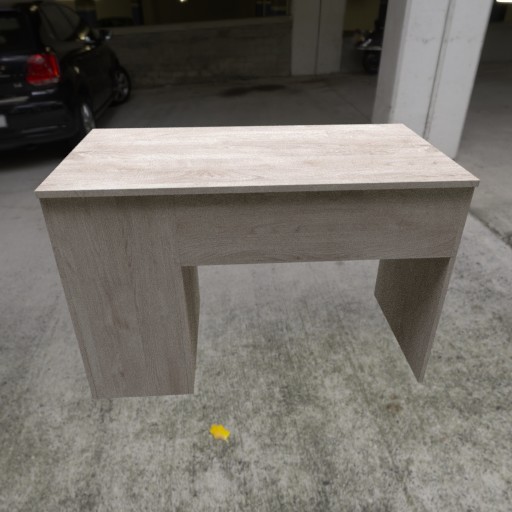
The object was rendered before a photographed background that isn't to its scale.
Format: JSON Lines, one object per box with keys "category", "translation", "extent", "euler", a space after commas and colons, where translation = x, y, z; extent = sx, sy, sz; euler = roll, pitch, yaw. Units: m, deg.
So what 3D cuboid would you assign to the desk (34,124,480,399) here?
{"category": "desk", "translation": [0.000, 0.000, 1.515], "extent": [1.097, 0.735, 0.560], "euler": [-2, 31, -3]}
